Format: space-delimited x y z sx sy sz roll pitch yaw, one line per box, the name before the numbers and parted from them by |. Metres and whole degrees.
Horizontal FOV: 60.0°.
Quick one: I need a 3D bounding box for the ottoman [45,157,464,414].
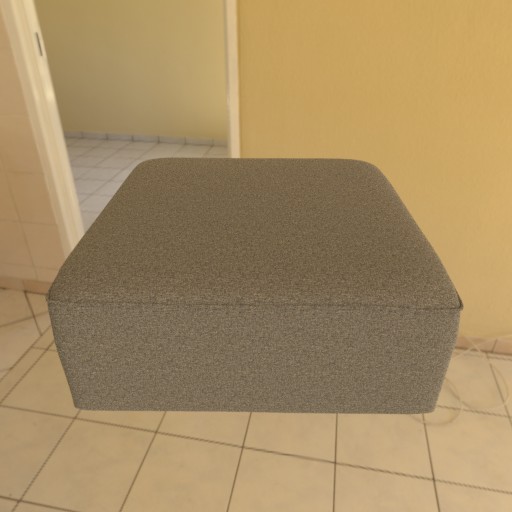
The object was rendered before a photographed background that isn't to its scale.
ottoman | 0.000 0.000 1.543 1.005 0.464 1.015 1 31 1
